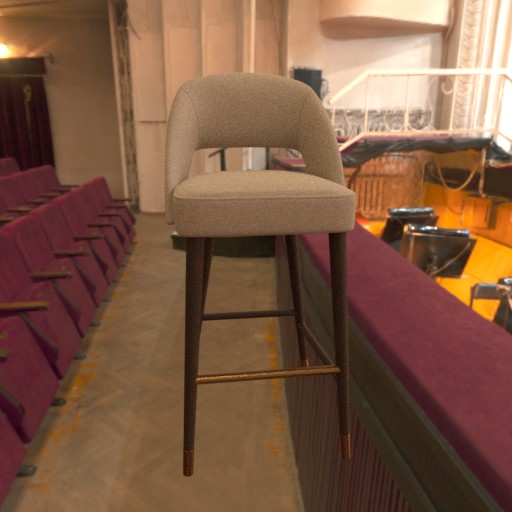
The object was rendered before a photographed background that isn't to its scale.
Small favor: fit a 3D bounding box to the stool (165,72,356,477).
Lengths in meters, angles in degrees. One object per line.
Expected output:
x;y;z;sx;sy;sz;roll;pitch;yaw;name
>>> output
0.000;0.000;1.278;0.494;1.037;0.509;-2;16;-8;stool
